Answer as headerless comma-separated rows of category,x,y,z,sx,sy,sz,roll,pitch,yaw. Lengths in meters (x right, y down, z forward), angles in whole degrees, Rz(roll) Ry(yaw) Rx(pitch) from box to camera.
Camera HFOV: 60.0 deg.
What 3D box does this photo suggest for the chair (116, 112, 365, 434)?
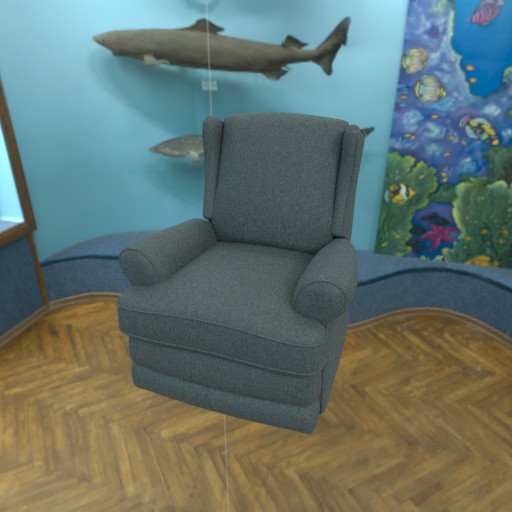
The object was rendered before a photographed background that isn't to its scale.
chair,0.000,0.000,1.797,0.847,1.011,0.969,9,28,17
